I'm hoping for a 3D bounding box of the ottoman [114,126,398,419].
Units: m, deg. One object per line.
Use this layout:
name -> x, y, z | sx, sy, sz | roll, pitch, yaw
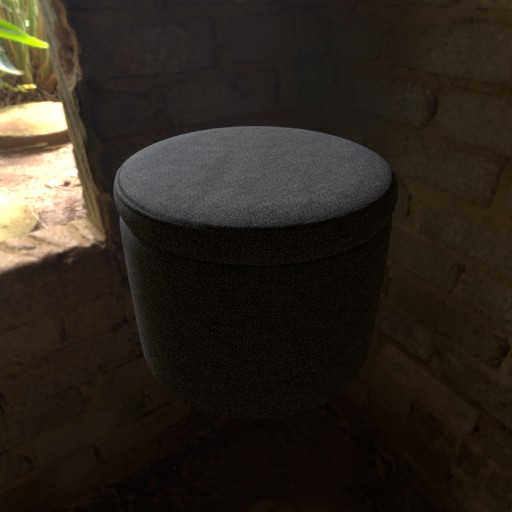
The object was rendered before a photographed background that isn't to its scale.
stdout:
ottoman -> 0.000, 0.000, 0.928 | 0.520, 0.430, 0.520 | 0, 32, 0
